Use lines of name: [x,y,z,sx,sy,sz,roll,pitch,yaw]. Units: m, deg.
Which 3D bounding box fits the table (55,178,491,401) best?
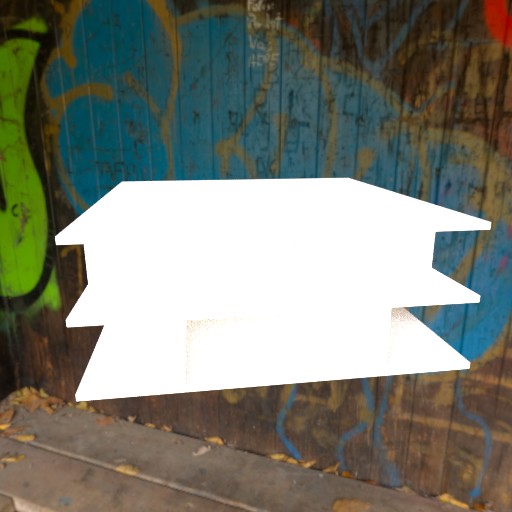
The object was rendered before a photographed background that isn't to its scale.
table: [0.000,0.000,1.072,0.700,0.289,0.700,-2,16,-8]
